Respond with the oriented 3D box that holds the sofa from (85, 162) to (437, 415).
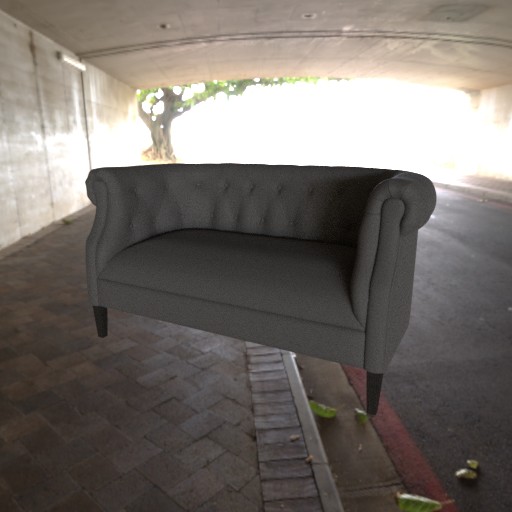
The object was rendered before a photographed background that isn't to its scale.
[{"bbox_3d":[0.000,0.000,2.108,1.558,0.827,0.835,8,17,27],"label":"sofa"}]
